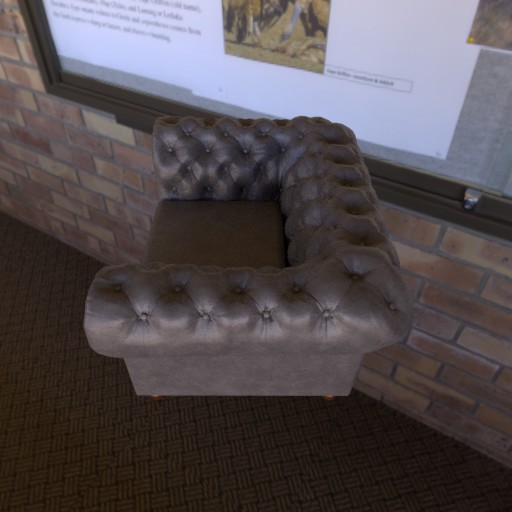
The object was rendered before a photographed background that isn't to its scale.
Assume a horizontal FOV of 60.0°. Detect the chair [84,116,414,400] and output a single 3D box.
[{"bbox_3d":[0.000,0.000,1.861,0.943,0.780,1.298,0,42,0],"label":"chair"}]
